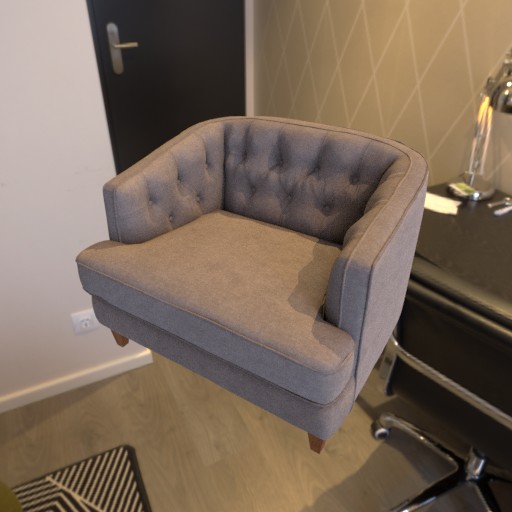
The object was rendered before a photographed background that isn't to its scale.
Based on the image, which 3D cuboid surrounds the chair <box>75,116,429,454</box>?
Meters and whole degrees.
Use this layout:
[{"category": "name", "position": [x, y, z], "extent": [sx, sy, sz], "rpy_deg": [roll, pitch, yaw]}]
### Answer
[{"category": "chair", "position": [0.000, 0.000, 1.758], "extent": [1.104, 0.852, 0.941], "rpy_deg": [19, 36, 28]}]
